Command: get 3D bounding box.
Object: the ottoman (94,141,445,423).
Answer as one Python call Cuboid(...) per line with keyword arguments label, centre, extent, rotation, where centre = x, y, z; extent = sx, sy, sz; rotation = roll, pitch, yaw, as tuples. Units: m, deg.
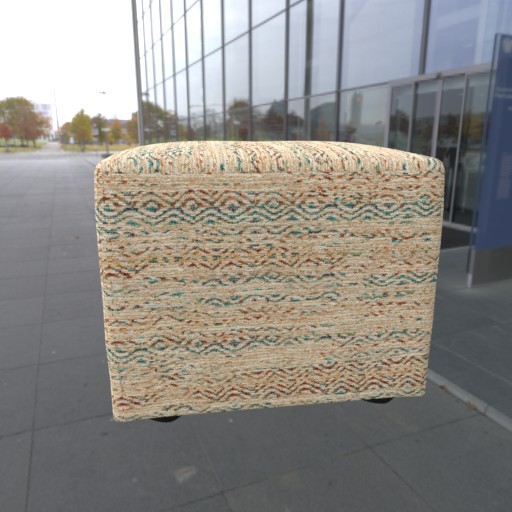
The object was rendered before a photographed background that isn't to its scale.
Cuboid(label="ottoman", centre=(0.000, 0.000, 0.901), extent=(0.521, 0.453, 0.512), rotation=(-2, 15, -8))
